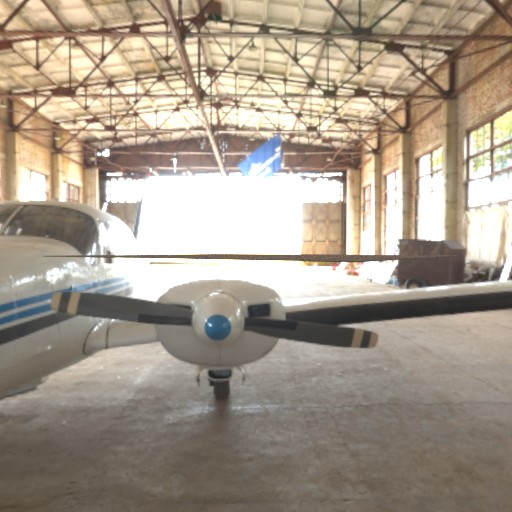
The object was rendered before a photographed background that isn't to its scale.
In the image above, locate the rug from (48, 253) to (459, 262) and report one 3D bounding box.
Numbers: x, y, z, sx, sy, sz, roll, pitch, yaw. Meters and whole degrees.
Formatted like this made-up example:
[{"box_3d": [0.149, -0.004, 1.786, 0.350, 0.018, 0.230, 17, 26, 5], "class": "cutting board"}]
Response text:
[{"box_3d": [0.000, 0.000, 4.131, 3.035, 0.008, 2.425, 1, 1, 36], "class": "rug"}]
